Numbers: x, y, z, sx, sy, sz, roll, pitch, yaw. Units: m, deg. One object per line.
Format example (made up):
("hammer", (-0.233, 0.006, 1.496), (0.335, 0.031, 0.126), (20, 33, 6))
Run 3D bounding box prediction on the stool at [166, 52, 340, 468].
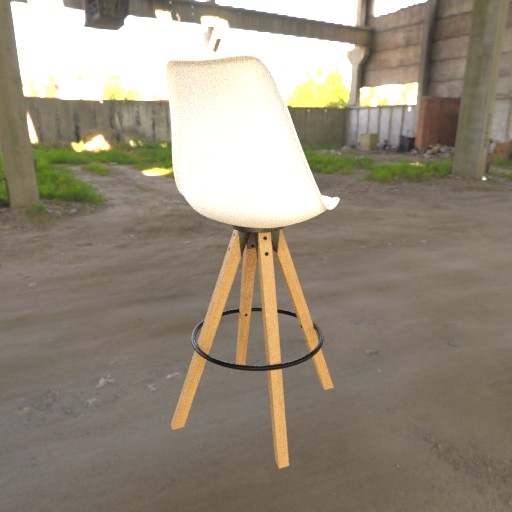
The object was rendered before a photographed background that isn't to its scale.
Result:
("stool", (0.000, 0.000, 1.408), (0.482, 1.115, 0.549), (8, 18, 25))
